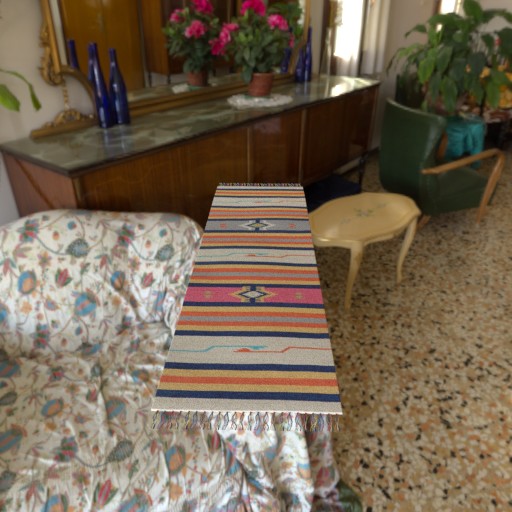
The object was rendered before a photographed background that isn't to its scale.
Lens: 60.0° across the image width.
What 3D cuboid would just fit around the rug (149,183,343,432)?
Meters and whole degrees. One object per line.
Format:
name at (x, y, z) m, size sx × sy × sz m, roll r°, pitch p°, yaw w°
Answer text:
rug at (0.000, 0.000, 2.604) m, size 0.695 × 0.017 × 2.455 m, roll 1°, pitch 30°, yaw 1°
